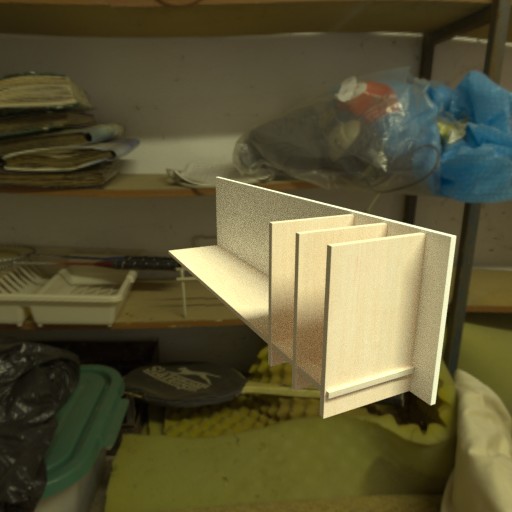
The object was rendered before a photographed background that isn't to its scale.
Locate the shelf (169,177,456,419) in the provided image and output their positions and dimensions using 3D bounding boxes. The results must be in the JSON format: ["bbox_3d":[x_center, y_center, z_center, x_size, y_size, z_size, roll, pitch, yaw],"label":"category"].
[{"bbox_3d":[0.000,0.000,1.130,0.200,0.300,1.020,-8,17,-25],"label":"shelf"}]
